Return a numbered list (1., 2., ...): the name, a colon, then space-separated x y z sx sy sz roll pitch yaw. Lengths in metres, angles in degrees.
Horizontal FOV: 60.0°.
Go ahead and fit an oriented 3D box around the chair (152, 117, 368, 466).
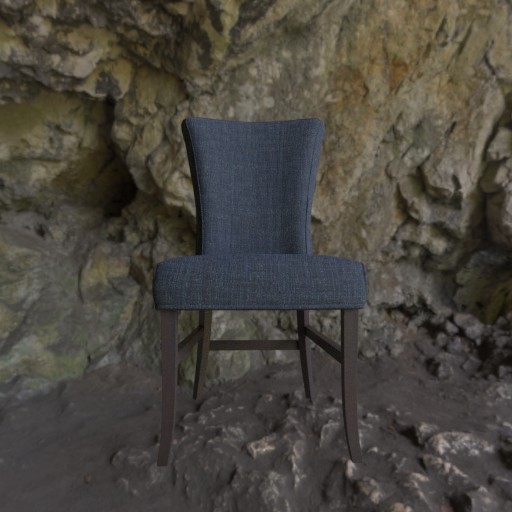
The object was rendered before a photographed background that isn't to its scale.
1. chair: 0.000 0.000 1.359 0.520 0.991 0.660 0 0 -2
